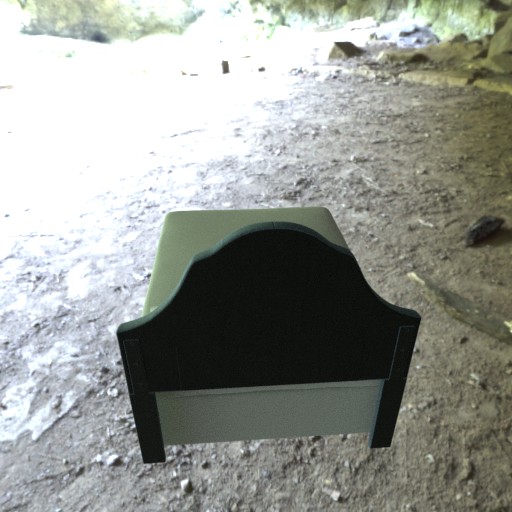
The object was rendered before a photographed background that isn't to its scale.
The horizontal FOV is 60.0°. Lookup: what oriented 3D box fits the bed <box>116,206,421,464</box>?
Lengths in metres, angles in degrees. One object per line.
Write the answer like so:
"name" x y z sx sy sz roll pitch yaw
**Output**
"bed" 0.000 0.000 3.237 1.636 1.575 2.155 -2 31 -4
